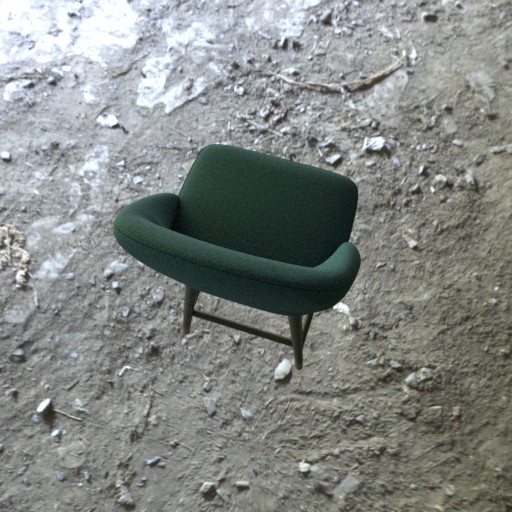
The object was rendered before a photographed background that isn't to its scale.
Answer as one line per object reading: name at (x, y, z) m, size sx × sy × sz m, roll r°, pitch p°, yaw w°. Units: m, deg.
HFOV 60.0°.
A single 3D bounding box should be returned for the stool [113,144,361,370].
stool at (0.000, 0.000, 1.278) m, size 0.536 × 0.939 × 0.522 m, roll 16°, pitch 67°, yaw 7°
